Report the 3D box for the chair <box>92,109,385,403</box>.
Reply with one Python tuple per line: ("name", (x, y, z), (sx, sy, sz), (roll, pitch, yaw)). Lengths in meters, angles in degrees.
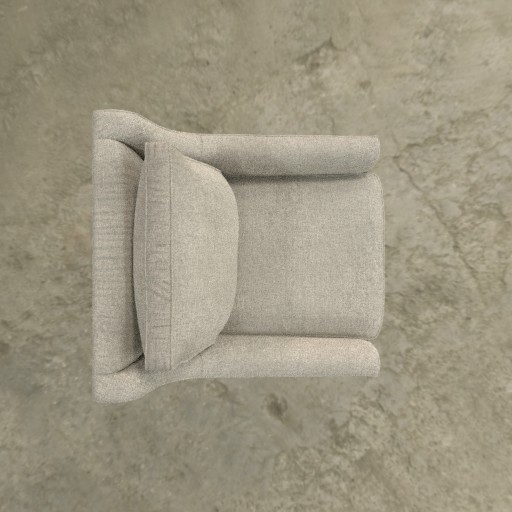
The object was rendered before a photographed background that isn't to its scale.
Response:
("chair", (0.000, 0.000, 1.572), (0.918, 0.864, 0.838), (0, 90, 1))
